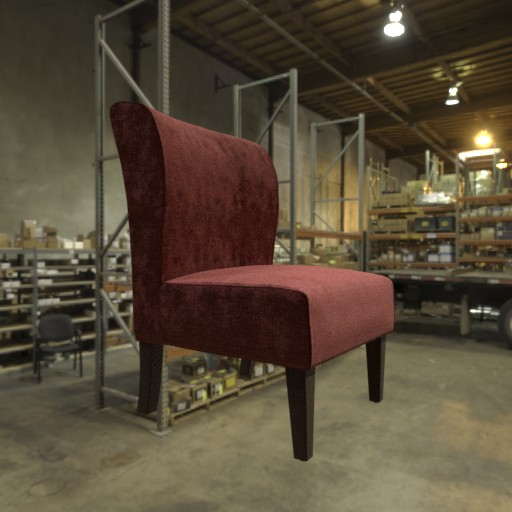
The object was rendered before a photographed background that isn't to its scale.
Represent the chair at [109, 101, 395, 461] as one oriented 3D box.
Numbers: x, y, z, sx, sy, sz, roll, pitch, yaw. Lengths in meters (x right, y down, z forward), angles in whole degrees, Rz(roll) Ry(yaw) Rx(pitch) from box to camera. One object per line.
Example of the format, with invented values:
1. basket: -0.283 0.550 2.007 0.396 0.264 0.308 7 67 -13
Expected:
1. chair: 0.000 0.000 1.252 0.640 0.846 0.538 0 1 35
